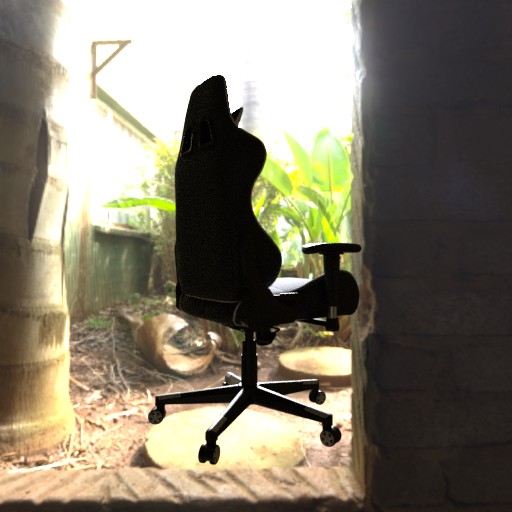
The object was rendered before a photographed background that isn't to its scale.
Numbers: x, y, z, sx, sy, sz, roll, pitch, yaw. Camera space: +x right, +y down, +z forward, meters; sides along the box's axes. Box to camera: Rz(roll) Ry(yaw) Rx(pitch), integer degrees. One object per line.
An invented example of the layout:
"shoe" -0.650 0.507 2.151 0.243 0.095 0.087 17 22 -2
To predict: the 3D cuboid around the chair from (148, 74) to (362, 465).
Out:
"chair" 0.000 0.000 1.670 0.700 1.240 0.700 0 1 -36
